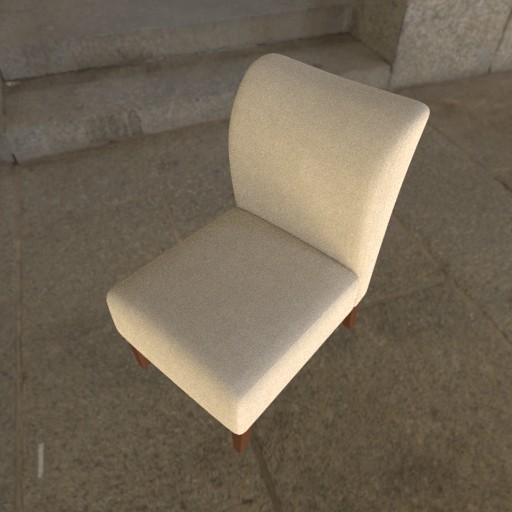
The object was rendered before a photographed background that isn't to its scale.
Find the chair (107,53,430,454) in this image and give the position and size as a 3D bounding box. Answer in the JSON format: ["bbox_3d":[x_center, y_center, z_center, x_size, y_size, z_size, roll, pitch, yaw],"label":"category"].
[{"bbox_3d":[0.000,0.000,1.297,0.521,0.833,0.754,32,54,27],"label":"chair"}]
